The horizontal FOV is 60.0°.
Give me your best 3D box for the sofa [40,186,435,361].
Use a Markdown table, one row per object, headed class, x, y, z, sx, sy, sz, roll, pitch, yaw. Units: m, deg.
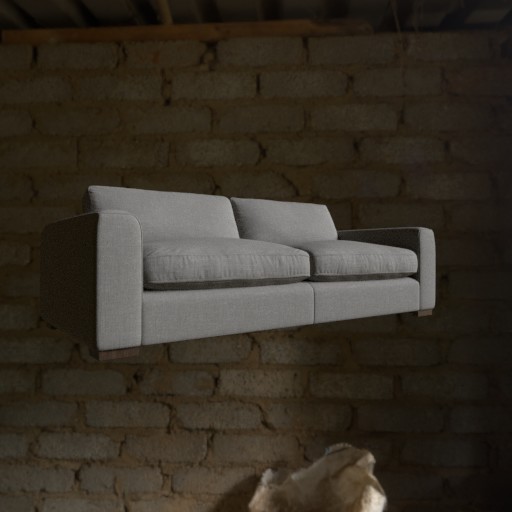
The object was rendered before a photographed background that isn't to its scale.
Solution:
| class | x | y | z | sx | sy | sz | roll | pitch | yaw |
| --- | --- | --- | --- | --- | --- | --- | --- | --- | --- |
| sofa | 0.000 | 0.000 | 2.729 | 2.262 | 0.801 | 1.070 | 0 | 0 | -36 |
